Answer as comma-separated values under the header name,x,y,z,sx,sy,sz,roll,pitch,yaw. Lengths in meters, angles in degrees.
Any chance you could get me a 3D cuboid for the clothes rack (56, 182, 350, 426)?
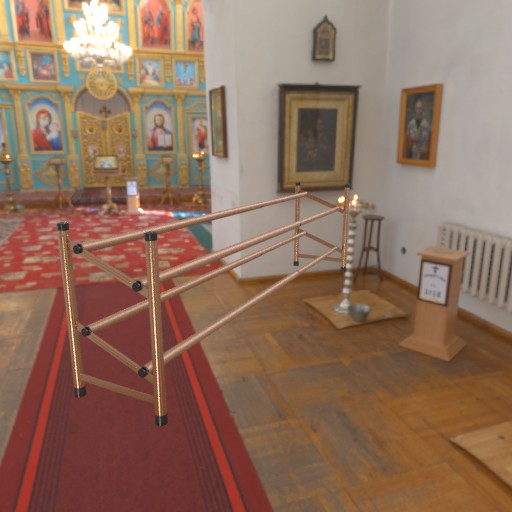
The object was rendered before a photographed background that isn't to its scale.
name,x,y,z,sx,sy,sz,roll,pitch,yaw
clothes rack,0.000,0.000,1.297,0.229,0.349,1.168,7,15,26
